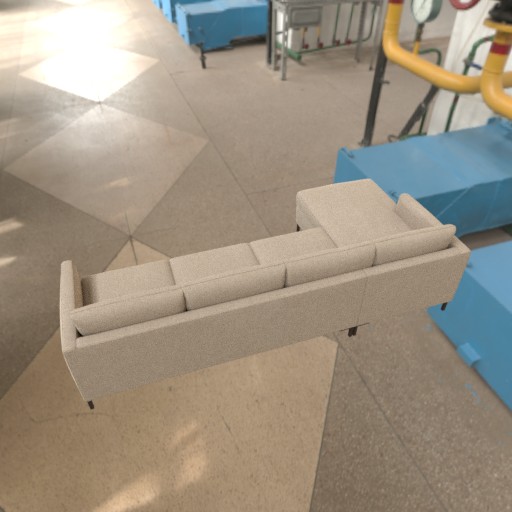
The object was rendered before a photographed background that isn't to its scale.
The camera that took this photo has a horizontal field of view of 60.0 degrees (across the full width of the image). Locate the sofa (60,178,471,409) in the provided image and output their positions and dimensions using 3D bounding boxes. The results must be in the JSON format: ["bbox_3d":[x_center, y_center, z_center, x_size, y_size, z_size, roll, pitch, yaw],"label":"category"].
[{"bbox_3d":[0.000,0.000,3.576,2.923,0.816,1.469,-12,42,-14],"label":"sofa"}]
